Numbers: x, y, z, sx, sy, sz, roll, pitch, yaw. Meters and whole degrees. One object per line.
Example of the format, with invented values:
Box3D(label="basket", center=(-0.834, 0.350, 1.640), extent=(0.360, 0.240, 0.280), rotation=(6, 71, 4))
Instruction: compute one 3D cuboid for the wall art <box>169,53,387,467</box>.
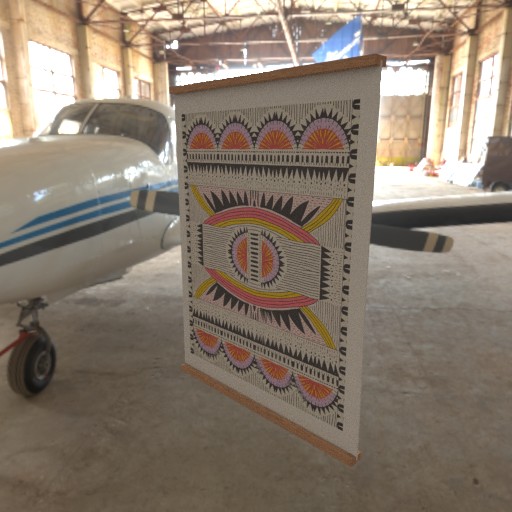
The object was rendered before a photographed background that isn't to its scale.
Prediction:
Box3D(label="wall art", center=(0.000, 0.000, 0.796), extent=(0.456, 0.609, 0.028), rotation=(13, 19, 43))
